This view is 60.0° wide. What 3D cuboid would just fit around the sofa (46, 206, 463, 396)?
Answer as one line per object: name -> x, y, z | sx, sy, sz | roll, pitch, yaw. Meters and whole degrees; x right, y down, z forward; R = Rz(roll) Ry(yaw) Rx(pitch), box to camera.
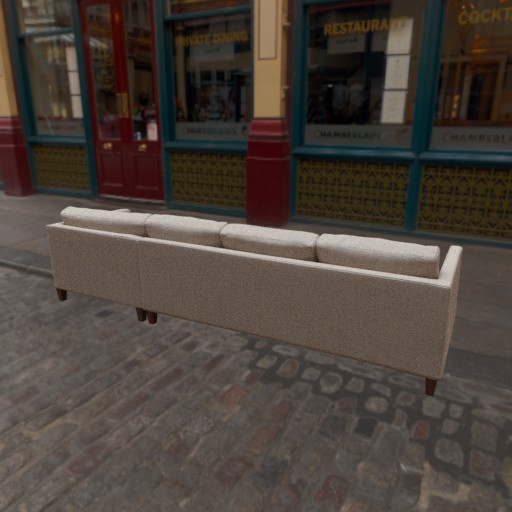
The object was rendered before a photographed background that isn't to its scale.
sofa -> 0.000, 0.000, 3.782 | 3.186, 0.846, 1.625 | 8, 18, 26
